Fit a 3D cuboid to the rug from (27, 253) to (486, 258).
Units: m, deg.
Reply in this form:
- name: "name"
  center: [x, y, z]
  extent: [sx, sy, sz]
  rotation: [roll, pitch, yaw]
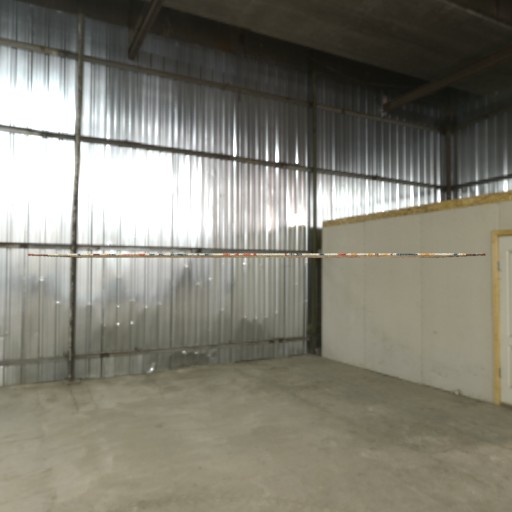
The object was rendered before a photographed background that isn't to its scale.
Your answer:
- name: "rug"
  center: [0.000, 0.000, 2.958]
  extent: [2.682, 0.015, 0.763]
  rotation: [0, -1, 1]
